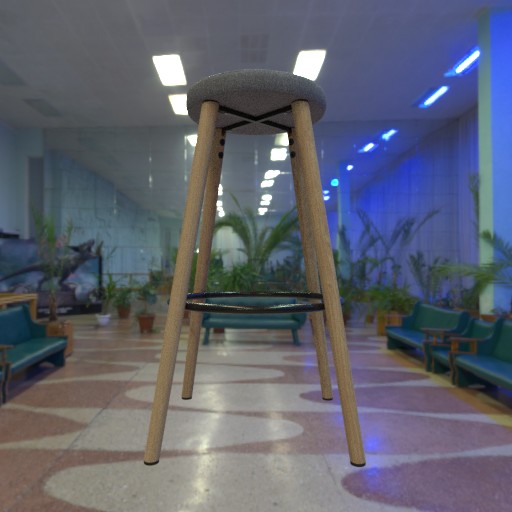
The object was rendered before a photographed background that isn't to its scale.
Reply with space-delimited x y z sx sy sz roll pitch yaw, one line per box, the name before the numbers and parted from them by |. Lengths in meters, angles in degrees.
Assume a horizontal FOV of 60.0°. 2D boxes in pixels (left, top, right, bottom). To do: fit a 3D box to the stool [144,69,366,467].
stool | 0.000 0.000 1.015 0.410 0.770 0.410 0 -1 1
